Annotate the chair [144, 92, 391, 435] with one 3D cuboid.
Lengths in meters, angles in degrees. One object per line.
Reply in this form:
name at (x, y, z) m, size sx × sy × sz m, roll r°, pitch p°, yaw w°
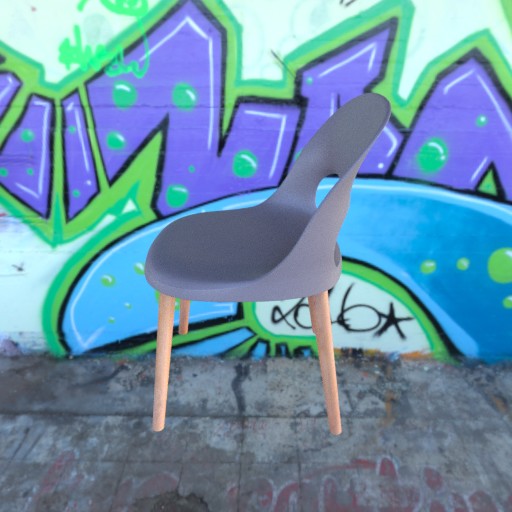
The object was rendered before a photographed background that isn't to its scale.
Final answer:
chair at (0.000, 0.000, 1.155) m, size 0.556 × 0.795 × 0.470 m, roll 0°, pitch 26°, yaw 0°
